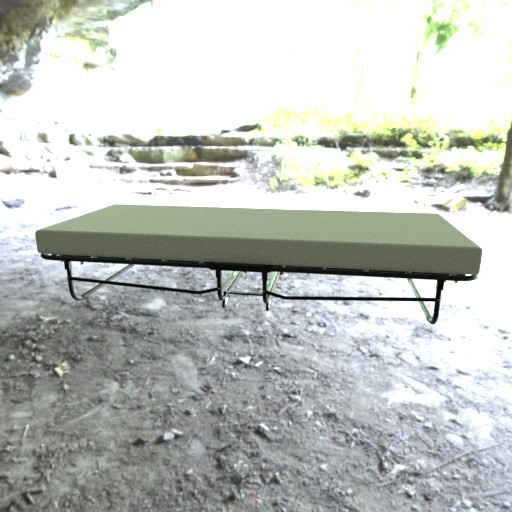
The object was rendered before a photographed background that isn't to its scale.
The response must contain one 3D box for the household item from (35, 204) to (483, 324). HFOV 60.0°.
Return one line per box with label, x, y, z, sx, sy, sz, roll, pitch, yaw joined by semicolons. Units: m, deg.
household item;0.000;0.000;2.199;1.905;0.356;0.787;3;16;9
